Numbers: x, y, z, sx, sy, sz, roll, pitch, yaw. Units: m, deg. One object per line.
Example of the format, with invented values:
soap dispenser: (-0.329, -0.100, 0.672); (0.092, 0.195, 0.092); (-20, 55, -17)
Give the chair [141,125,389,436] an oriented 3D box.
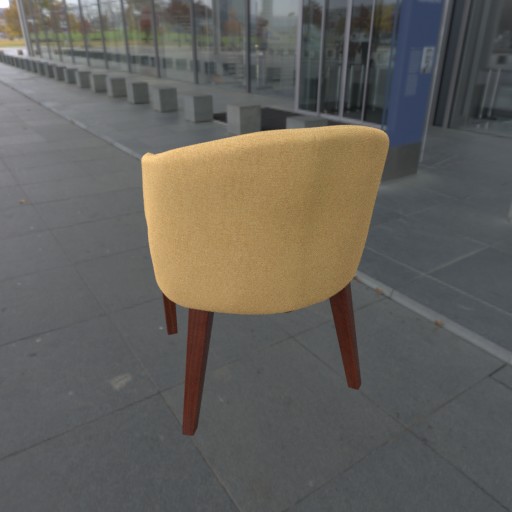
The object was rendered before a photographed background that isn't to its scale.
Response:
chair: (0.000, 0.000, 1.259); (0.583, 0.811, 0.655); (-9, 28, -17)
